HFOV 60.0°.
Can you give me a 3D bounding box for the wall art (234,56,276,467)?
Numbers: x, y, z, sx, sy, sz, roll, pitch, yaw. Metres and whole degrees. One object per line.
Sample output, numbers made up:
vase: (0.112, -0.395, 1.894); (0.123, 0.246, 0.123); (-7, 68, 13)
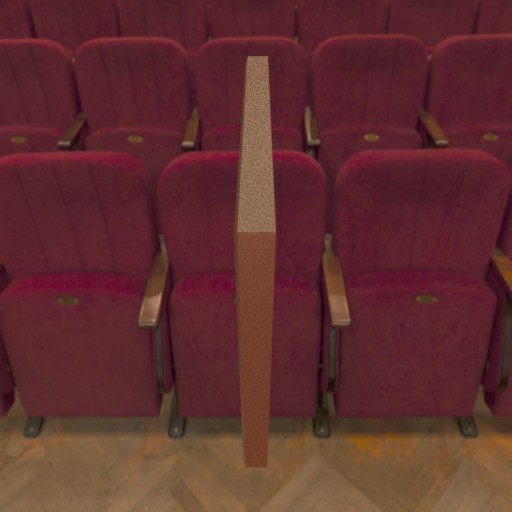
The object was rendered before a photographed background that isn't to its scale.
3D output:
wall art: (0.000, 0.000, 0.531); (0.028, 0.349, 0.349); (0, 41, 0)
